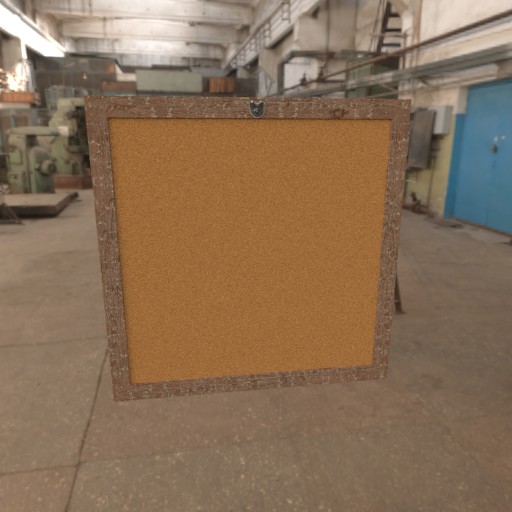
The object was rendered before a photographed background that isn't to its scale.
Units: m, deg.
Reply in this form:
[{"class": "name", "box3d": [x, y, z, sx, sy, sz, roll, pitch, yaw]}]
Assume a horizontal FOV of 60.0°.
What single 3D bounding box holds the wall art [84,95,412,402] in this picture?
[{"class": "wall art", "box3d": [0.000, 0.000, 0.570, 0.384, 0.384, 0.012, -2, 16, -8]}]
